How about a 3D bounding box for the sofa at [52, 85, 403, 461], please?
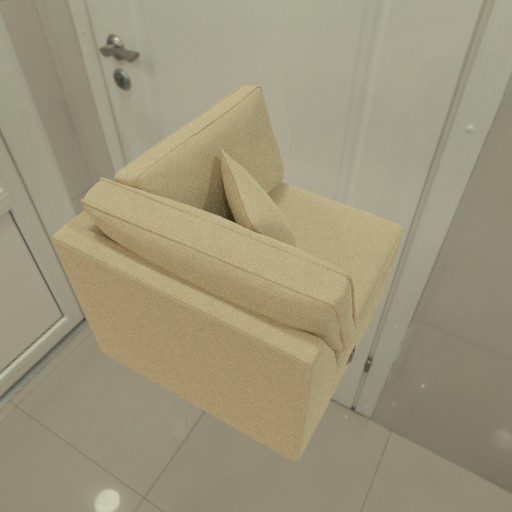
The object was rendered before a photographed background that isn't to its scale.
[{"bbox_3d":[0.000,0.000,1.985,1.084,1.002,1.146,23,50,21],"label":"sofa"}]
